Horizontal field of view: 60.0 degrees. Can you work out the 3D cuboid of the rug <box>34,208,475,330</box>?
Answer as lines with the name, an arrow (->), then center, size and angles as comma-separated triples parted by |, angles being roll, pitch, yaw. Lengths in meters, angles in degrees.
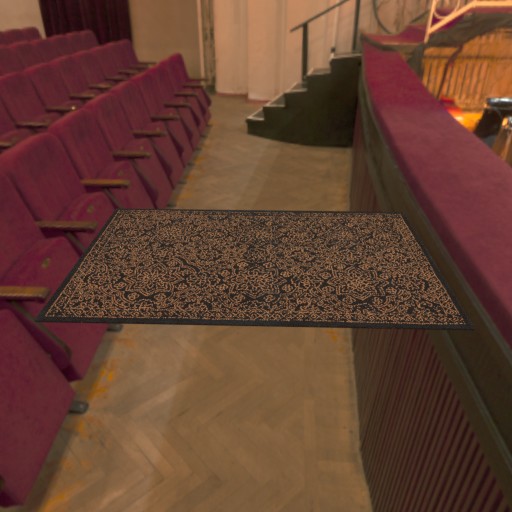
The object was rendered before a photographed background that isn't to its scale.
rug -> 0.000, 0.000, 3.105 | 2.441, 0.015, 1.526 | 1, 30, 1
